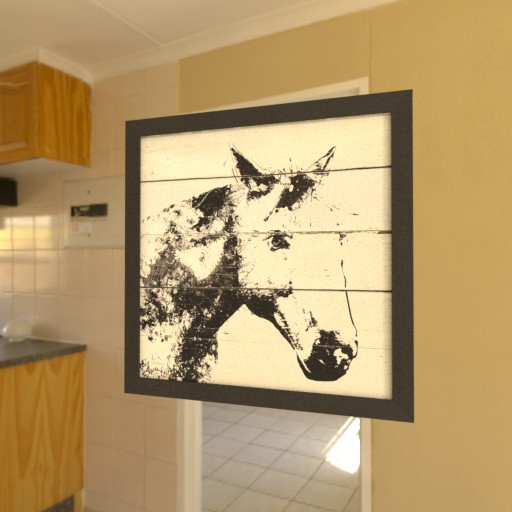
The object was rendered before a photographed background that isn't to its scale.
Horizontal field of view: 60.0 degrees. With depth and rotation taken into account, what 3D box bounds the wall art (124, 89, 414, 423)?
[{"bbox_3d":[0.000,0.000,1.519,1.016,1.016,0.038,0,-1,18],"label":"wall art"}]
